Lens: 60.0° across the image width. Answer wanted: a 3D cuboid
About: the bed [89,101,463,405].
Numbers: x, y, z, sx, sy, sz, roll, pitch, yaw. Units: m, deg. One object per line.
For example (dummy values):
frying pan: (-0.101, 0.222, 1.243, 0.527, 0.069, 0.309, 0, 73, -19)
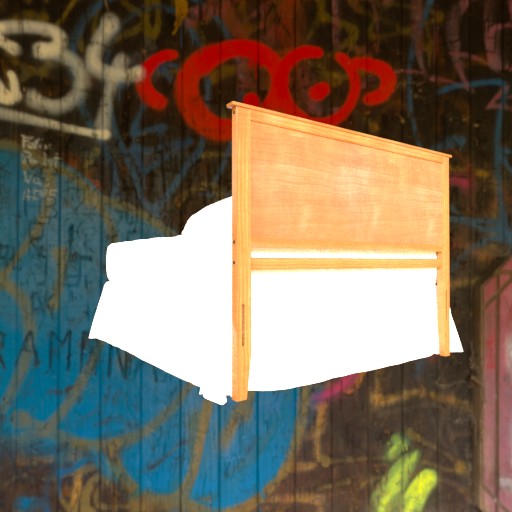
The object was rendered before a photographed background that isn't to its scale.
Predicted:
bed: (0.000, 0.000, 3.148, 1.870, 1.273, 2.035, 1, -1, -35)
